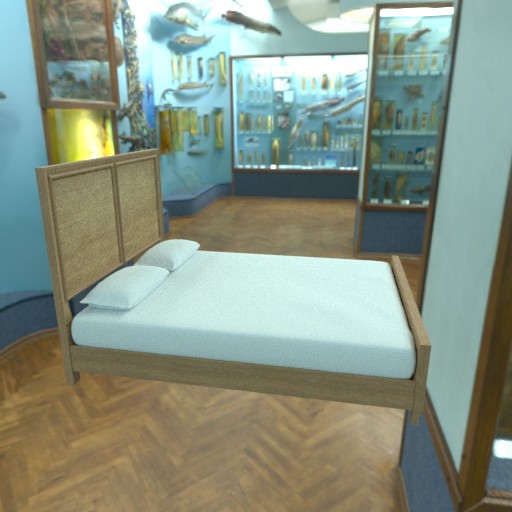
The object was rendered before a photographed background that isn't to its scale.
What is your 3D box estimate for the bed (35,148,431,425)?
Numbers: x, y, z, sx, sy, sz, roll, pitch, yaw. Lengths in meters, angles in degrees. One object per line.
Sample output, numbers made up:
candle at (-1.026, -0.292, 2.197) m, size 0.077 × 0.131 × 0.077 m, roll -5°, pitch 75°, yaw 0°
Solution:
bed at (0.000, 0.000, 3.217) m, size 2.184 × 1.387 × 1.606 m, roll 3°, pitch 18°, yaw 11°
